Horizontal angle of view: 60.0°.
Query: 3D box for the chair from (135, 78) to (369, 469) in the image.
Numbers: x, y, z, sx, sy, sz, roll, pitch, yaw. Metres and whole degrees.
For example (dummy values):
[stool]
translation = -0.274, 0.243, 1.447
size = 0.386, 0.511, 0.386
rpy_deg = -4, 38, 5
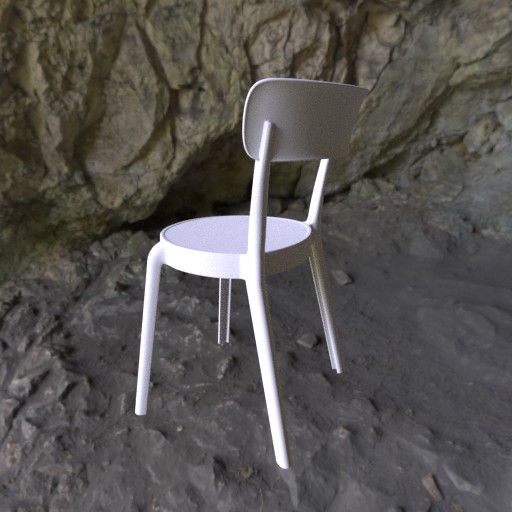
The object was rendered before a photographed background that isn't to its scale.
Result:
[chair]
translation = 0.000, 0.000, 1.118
size = 0.491, 0.790, 0.506
rpy_deg = 8, 19, 25
